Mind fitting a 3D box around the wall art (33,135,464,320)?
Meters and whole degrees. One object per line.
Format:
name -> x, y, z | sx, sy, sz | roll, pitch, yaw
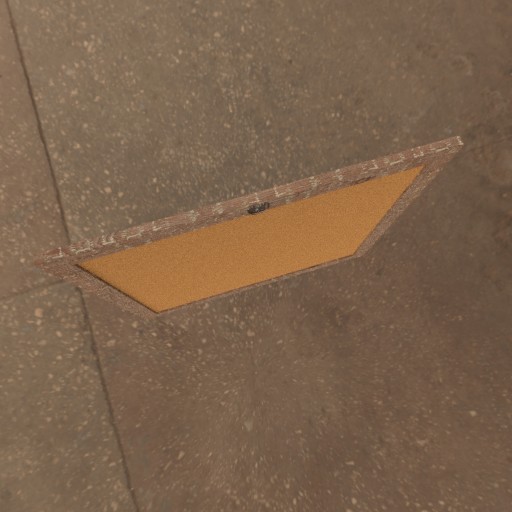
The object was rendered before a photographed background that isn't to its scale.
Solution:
wall art -> 0.000, 0.000, 0.566 | 0.384, 0.384, 0.012 | -16, 76, -4
